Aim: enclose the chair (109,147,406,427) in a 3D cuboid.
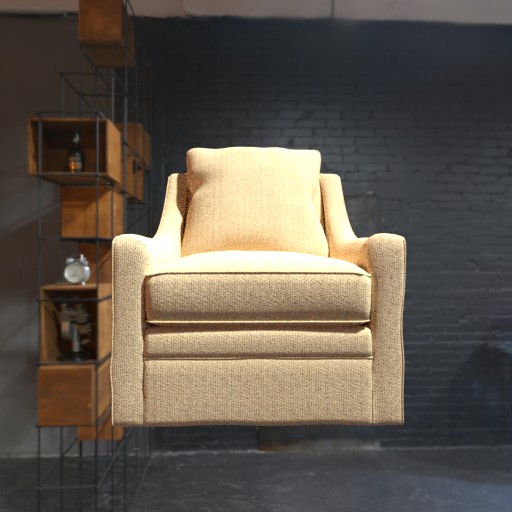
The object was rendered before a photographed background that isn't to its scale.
[{"bbox_3d":[0.000,0.000,1.558,0.760,0.927,0.876,0,0,-1],"label":"chair"}]
